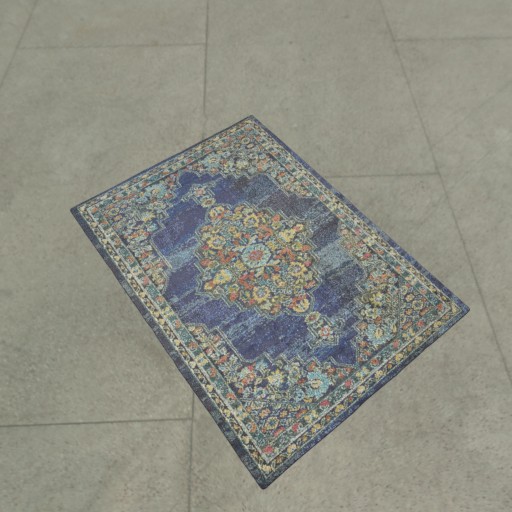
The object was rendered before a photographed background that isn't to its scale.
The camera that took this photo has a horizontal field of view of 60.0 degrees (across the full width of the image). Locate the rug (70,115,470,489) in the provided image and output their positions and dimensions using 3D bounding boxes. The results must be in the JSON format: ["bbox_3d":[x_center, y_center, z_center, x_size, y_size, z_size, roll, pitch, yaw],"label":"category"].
[{"bbox_3d":[0.000,0.000,2.928,1.630,0.009,2.232,-33,64,-19],"label":"rug"}]
